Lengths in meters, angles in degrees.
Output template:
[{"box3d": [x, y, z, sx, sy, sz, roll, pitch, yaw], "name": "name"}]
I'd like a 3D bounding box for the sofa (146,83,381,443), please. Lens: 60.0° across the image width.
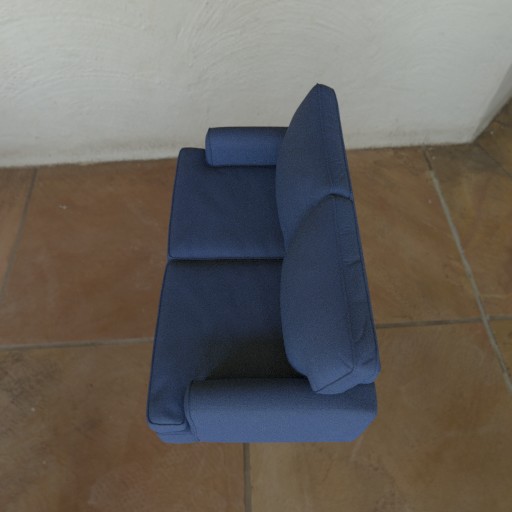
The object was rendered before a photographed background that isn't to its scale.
[{"box3d": [0.000, 0.000, 2.231, 0.965, 0.965, 1.651, 0, 57, 0], "name": "sofa"}]
